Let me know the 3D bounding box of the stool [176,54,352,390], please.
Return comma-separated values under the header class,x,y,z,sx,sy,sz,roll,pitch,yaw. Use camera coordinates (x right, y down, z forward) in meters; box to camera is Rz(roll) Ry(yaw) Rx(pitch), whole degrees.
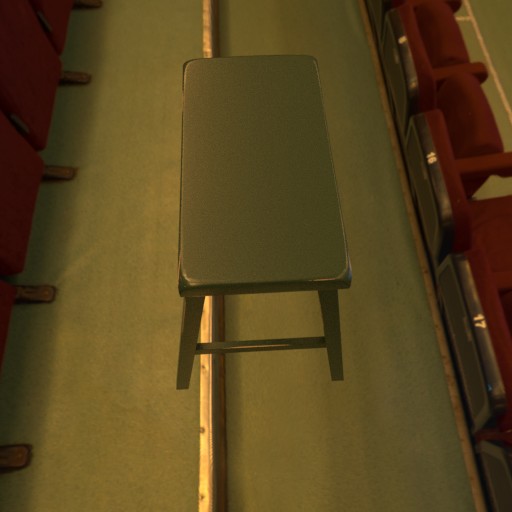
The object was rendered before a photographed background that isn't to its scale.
class,x,y,z,sx,sy,sz,roll,pitch,yaw
stool,0.000,0.000,1.029,0.476,0.737,0.457,-3,64,-1
